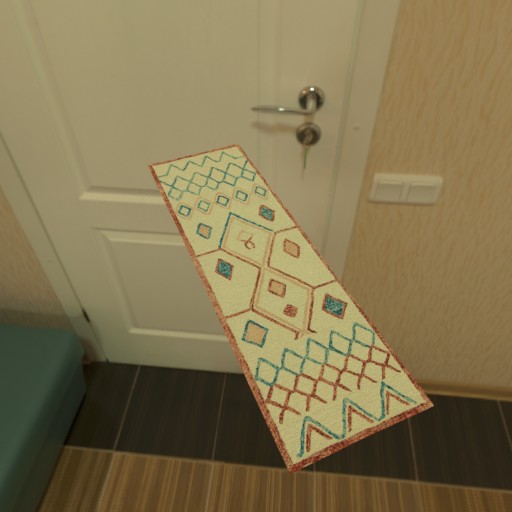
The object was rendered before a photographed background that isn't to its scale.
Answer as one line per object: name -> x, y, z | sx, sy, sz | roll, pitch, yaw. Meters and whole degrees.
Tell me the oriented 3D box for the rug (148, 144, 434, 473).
rug -> 0.000, 0.000, 2.734 | 0.750, 0.011, 2.435 | -17, 49, -16
